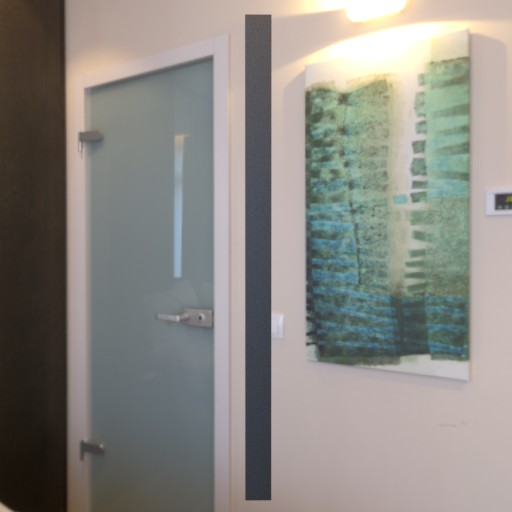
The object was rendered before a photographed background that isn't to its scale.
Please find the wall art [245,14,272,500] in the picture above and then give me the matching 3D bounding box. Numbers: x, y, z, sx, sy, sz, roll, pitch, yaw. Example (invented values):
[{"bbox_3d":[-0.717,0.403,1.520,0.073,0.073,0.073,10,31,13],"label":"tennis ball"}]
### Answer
[{"bbox_3d":[0.000,0.000,1.083,0.042,0.766,0.769,0,1,-1],"label":"wall art"}]
